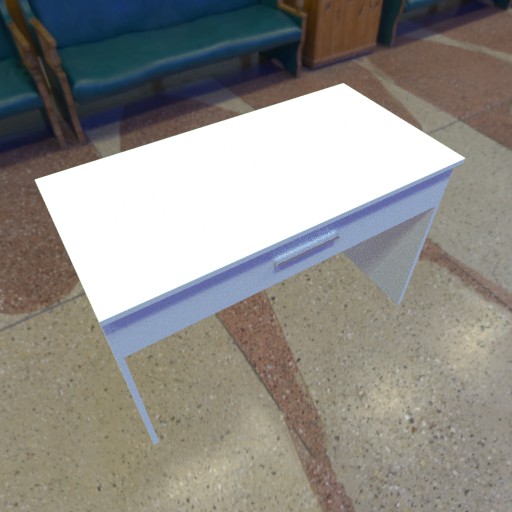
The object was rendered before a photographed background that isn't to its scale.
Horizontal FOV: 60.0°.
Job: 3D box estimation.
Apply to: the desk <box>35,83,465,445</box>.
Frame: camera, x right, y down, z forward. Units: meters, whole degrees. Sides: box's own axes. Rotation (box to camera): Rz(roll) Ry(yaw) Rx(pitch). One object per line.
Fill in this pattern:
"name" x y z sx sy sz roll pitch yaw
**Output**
"desk" 0.000 0.000 1.532 1.100 0.730 0.560 -24 51 -21
